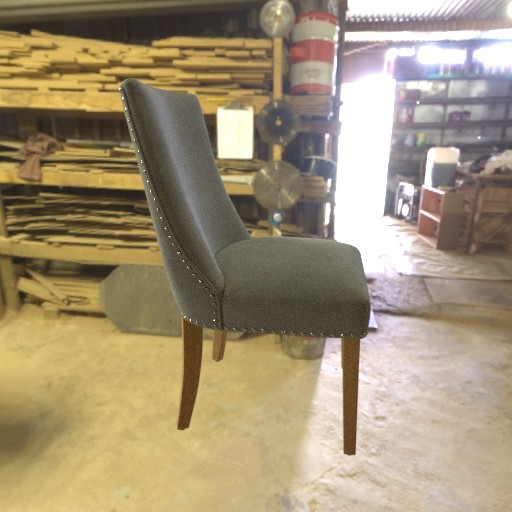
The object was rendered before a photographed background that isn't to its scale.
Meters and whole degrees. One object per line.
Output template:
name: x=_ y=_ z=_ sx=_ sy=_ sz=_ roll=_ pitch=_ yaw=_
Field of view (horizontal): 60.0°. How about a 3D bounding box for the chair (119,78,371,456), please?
chair: x=0.000 y=0.000 z=1.251 sx=0.610 sy=0.902 sz=0.495 roll=3 pitch=16 yaw=9
